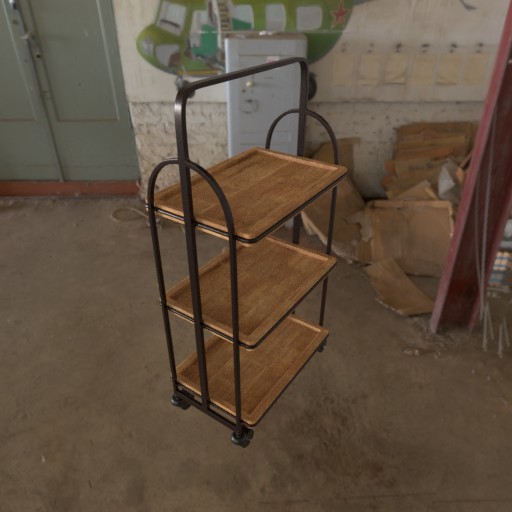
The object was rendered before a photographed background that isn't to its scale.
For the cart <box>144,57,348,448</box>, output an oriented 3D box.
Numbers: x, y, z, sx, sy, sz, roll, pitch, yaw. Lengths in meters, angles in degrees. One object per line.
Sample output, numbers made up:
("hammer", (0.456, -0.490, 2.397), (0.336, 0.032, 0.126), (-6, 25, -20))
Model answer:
("cart", (0.000, 0.000, 1.261), (0.327, 1.001, 0.553), (20, 38, 29))
